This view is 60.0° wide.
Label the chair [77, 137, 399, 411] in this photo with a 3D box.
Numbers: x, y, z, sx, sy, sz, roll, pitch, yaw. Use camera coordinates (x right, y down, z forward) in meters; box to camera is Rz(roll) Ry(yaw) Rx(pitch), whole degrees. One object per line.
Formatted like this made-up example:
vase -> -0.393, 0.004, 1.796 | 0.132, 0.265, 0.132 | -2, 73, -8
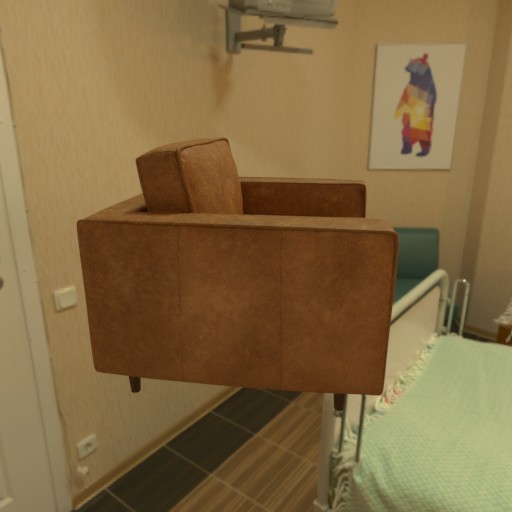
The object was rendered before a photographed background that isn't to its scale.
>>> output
chair -> 0.000, 0.000, 1.519 | 0.798, 0.767, 0.928 | 2, 17, 8
